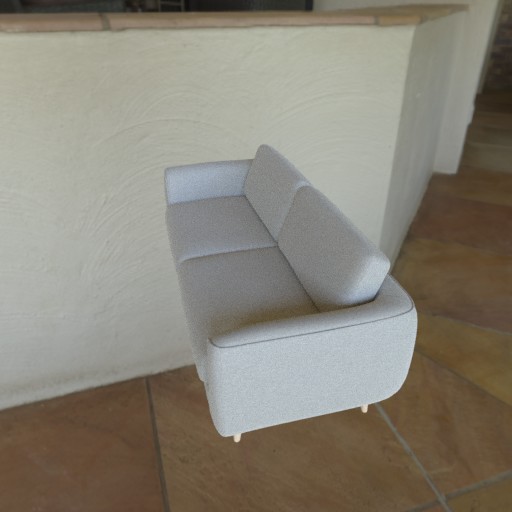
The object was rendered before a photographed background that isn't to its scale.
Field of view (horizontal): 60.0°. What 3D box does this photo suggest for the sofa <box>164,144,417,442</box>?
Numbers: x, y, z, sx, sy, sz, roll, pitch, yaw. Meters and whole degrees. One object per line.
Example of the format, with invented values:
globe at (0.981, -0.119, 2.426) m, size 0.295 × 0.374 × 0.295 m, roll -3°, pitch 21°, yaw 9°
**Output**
sofa at (0.000, 0.000, 2.533) m, size 0.920 × 0.850 × 2.000 m, roll -8°, pitch 31°, yaw -13°
